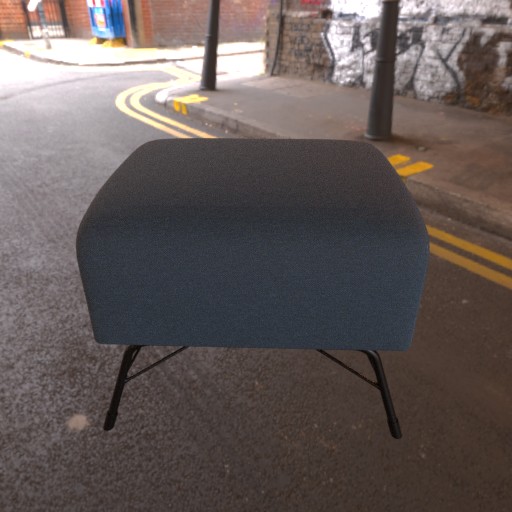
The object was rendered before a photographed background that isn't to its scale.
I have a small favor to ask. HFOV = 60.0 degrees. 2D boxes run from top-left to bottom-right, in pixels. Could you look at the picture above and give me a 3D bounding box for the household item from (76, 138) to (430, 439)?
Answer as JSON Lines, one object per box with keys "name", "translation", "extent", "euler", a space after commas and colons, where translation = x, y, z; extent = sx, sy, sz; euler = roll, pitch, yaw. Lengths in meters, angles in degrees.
{"name": "household item", "translation": [0.000, 0.000, 0.902], "extent": [0.530, 0.420, 0.530], "euler": [1, 30, 2]}
